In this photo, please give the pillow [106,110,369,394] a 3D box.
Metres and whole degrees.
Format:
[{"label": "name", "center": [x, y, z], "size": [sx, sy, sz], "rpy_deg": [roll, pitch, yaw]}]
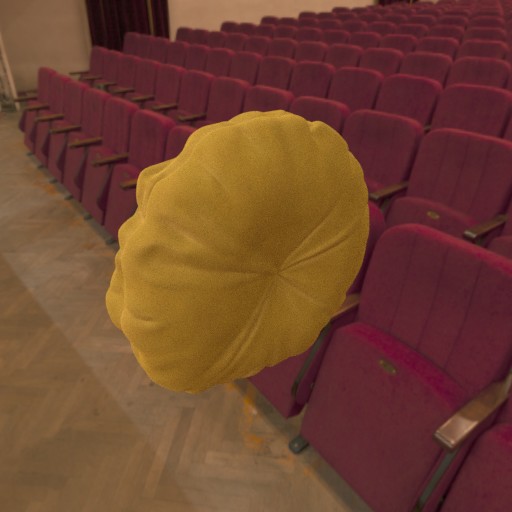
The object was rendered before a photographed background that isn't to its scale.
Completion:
[{"label": "pillow", "center": [0.000, 0.000, 0.646], "size": [0.428, 0.407, 0.148], "rpy_deg": [-20, 36, -30]}]
